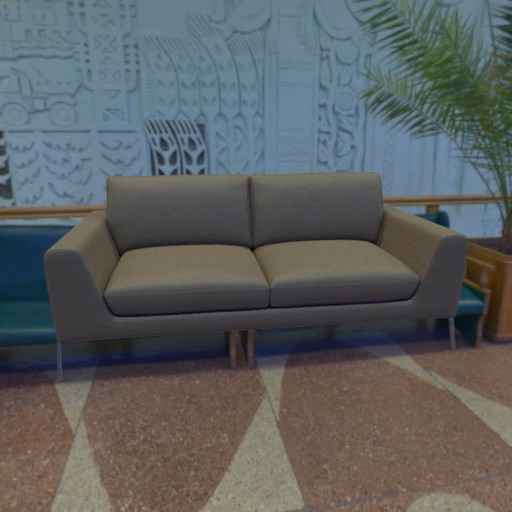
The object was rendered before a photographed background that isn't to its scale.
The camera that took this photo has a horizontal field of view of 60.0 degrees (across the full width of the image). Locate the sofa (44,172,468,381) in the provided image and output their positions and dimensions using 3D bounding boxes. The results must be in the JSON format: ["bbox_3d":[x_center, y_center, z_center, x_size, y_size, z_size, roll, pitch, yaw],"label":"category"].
[{"bbox_3d":[0.000,0.000,2.533,2.017,0.875,0.953,-2,16,-8],"label":"sofa"}]
